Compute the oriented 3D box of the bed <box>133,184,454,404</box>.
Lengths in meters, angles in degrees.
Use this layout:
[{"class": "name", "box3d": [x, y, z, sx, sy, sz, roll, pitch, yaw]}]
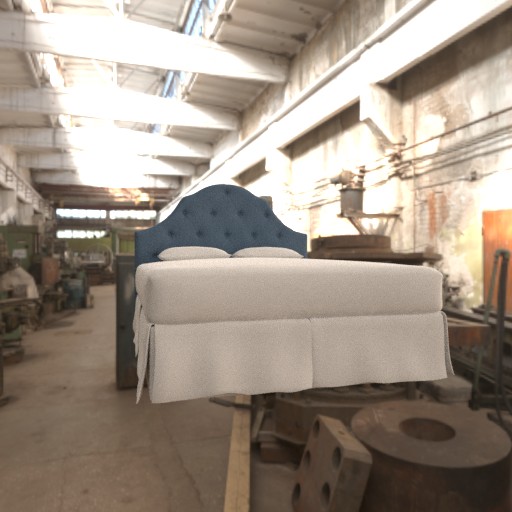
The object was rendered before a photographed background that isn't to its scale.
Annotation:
[{"class": "bed", "box3d": [0.000, 0.000, 3.789, 2.039, 1.617, 2.477, 0, 0, -16]}]
